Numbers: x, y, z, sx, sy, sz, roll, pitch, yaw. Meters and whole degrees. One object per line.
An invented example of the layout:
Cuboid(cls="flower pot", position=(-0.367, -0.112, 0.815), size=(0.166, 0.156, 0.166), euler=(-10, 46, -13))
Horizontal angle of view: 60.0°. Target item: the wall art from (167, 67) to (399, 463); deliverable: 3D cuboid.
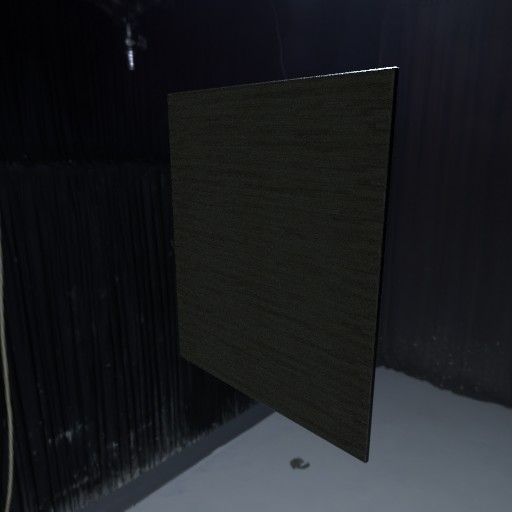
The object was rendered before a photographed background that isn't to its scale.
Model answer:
Cuboid(cls="wall art", position=(0.000, 0.000, 0.768), size=(0.009, 0.559, 0.483), euler=(-14, 21, -43))
